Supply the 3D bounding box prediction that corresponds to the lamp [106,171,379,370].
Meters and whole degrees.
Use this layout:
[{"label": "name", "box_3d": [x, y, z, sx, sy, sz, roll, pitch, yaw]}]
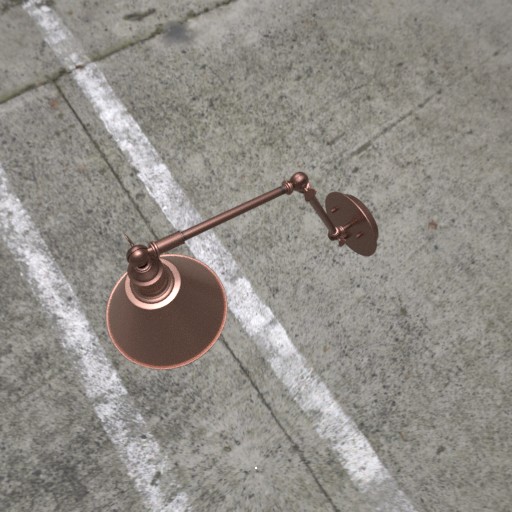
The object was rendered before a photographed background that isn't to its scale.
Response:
[{"label": "lamp", "box_3d": [0.000, 0.000, 0.883, 0.624, 0.502, 0.223, -32, 69, -14]}]
